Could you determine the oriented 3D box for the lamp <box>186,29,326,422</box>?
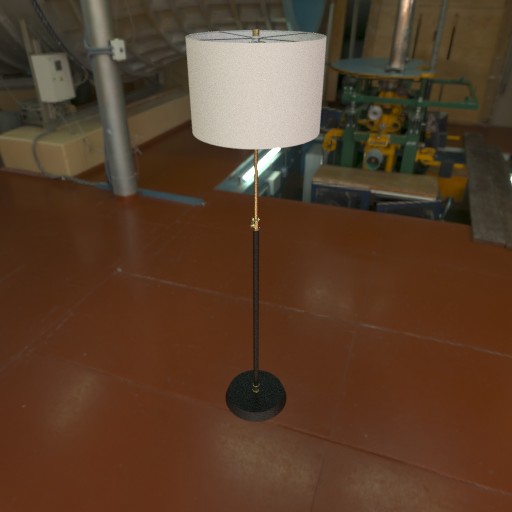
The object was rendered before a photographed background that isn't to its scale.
[{"bbox_3d":[0.000,0.000,1.663,0.404,1.517,0.404,-21,37,-30],"label":"lamp"}]
